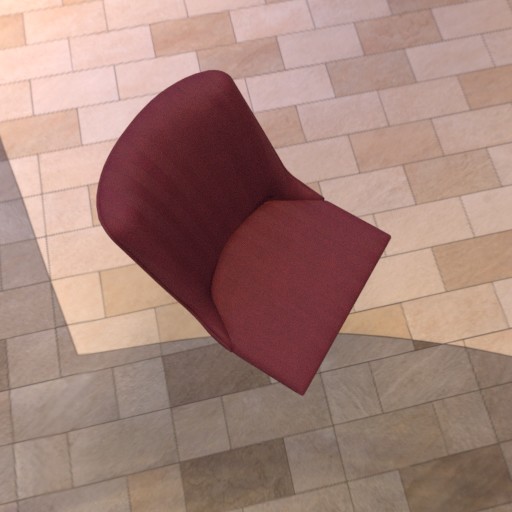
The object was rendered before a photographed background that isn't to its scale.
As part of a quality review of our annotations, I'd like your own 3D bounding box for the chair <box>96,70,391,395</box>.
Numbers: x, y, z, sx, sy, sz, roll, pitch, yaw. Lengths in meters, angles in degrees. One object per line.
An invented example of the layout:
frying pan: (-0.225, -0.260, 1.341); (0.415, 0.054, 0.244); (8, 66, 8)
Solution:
chair: (0.000, 0.000, 1.309); (0.638, 0.916, 0.548); (30, 77, 8)
